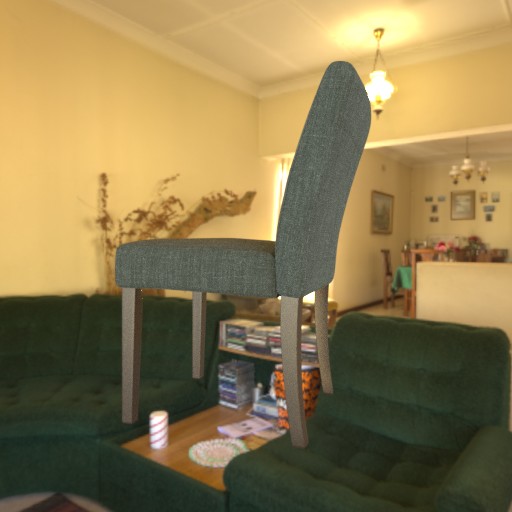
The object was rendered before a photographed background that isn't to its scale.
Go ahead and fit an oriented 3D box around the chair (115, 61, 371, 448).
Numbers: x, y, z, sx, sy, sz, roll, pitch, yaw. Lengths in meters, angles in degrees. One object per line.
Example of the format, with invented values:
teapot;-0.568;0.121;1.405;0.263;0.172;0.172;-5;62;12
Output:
chair;0.000;0.000;1.274;0.629;0.884;0.487;1;2;19
